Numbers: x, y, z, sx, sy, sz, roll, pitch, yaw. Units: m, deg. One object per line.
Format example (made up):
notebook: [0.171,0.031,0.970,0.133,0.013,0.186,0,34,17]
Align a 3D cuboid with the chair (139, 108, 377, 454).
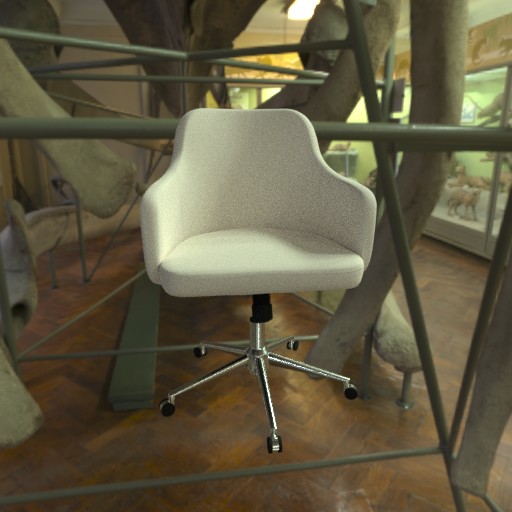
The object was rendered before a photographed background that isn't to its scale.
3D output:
chair: [0.000,0.000,1.260,0.602,0.819,0.647,-2,16,-8]
